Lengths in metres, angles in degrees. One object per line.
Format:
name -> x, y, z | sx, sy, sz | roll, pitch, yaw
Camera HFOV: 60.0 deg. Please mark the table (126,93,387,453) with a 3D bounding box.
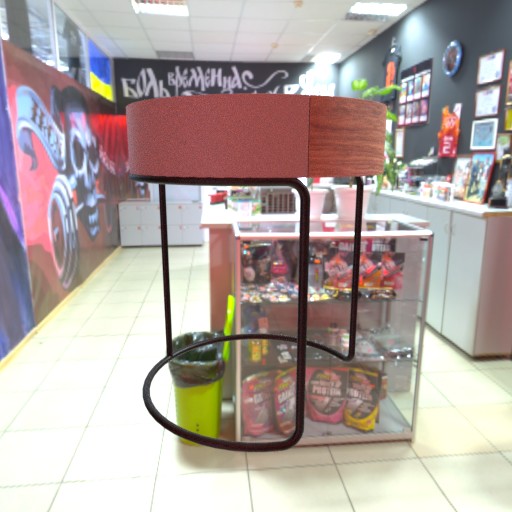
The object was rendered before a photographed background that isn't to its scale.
table -> 0.000, 0.000, 0.847 | 0.450, 0.530, 0.450 | 0, 13, 0
